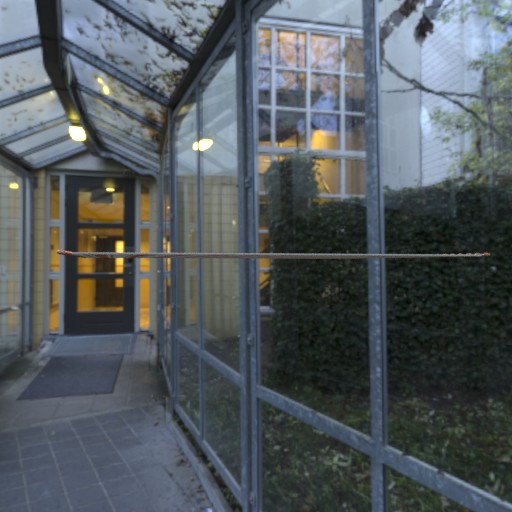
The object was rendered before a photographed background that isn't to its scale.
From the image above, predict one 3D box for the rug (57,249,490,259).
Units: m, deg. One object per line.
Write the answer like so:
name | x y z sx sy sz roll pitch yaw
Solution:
rug | 0.000 0.000 4.382 3.369 0.035 2.451 0 -1 -17
